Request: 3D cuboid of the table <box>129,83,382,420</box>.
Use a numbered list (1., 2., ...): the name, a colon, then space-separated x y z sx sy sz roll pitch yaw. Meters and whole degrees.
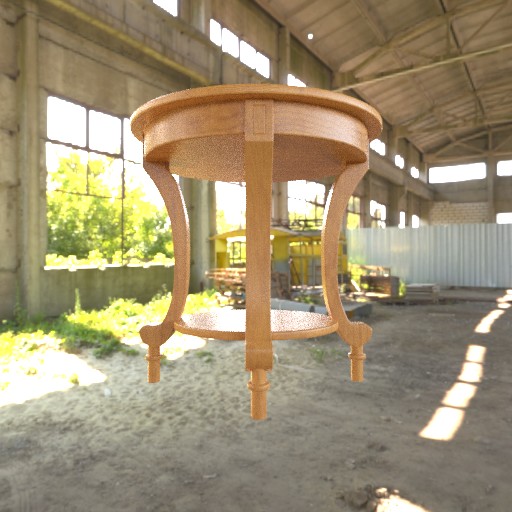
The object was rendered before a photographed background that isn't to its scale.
1. table: 0.000 0.000 1.086 0.597 0.612 0.597 0 0 0
